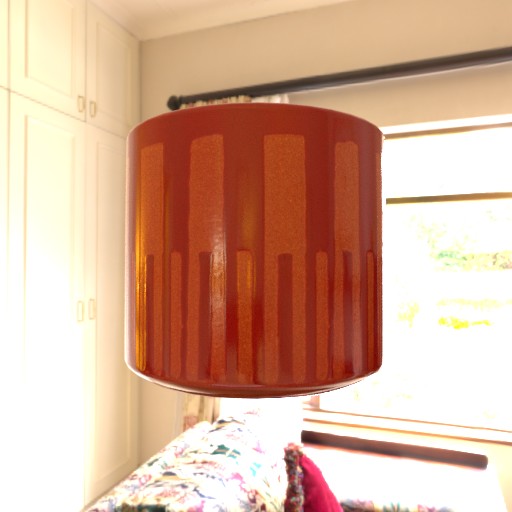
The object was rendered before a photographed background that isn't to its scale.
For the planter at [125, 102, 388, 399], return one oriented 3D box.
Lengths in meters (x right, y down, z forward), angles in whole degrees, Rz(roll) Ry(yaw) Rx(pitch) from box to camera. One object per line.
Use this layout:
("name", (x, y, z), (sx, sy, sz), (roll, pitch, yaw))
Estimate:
("planter", (0.000, 0.000, 0.406), (0.230, 0.202, 0.230), (0, -1, 0))
